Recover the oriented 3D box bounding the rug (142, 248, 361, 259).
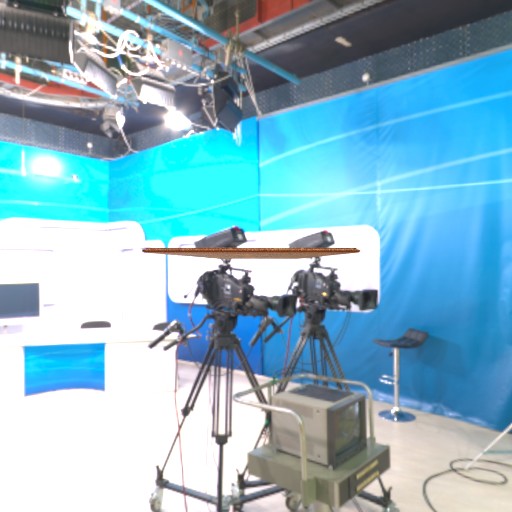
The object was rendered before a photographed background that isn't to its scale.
[{"bbox_3d":[0.000,0.000,2.443,0.651,0.016,2.274,0,-1,1],"label":"rug"}]
